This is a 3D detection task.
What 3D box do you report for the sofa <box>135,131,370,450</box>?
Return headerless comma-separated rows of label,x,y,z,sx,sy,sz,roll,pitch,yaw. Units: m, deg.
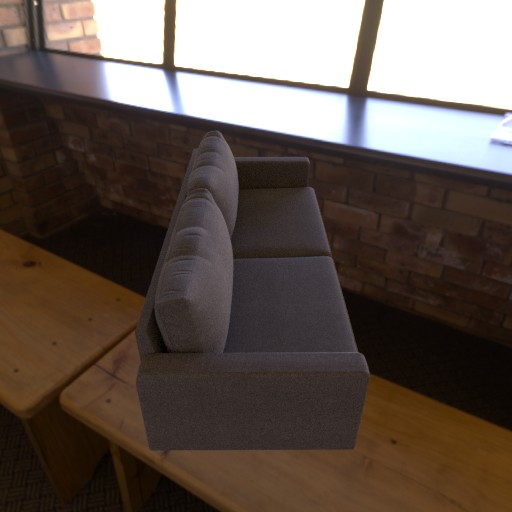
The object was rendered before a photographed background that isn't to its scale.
sofa,0.000,0.000,2.531,0.880,0.880,2.100,0,33,0
